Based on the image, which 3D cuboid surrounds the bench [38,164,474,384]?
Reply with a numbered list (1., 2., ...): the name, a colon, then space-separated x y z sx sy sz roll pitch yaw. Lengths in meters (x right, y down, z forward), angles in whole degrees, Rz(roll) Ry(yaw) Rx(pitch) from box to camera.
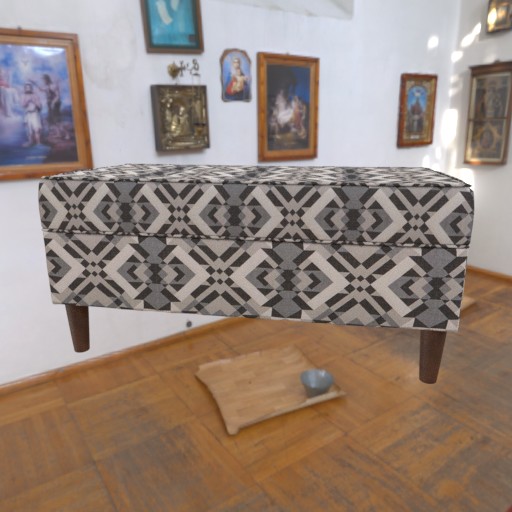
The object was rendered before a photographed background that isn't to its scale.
1. bench: 0.000 0.000 1.266 1.016 0.477 0.492 3 16 10
